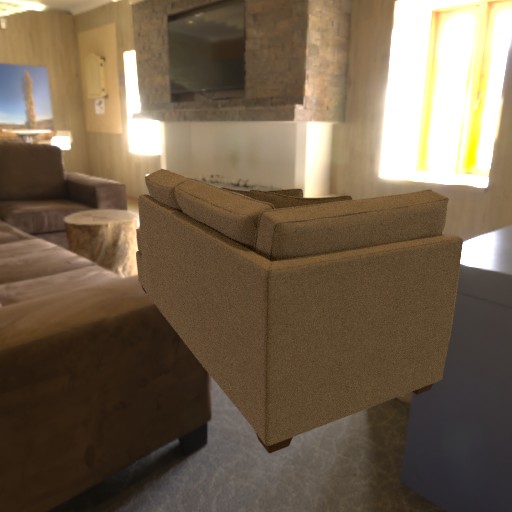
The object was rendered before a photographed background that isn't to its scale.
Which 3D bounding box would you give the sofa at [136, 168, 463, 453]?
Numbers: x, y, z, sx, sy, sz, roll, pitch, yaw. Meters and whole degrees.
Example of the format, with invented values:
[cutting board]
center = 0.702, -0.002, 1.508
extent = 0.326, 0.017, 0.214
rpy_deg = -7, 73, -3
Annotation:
[sofa]
center = 0.000, 0.000, 2.860
extent = 1.110, 1.019, 2.238
rpy_deg = -9, 19, -26
